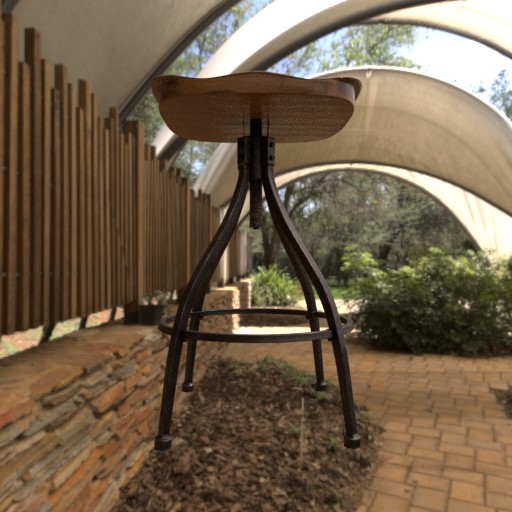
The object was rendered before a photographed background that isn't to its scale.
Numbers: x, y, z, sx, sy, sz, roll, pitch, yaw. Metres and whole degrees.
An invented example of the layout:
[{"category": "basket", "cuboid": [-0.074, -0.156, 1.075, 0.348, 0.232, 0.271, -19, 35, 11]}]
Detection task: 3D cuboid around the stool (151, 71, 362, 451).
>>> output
[{"category": "stool", "cuboid": [0.000, 0.000, 0.979, 0.432, 0.694, 0.424, 0, 0, -1]}]
